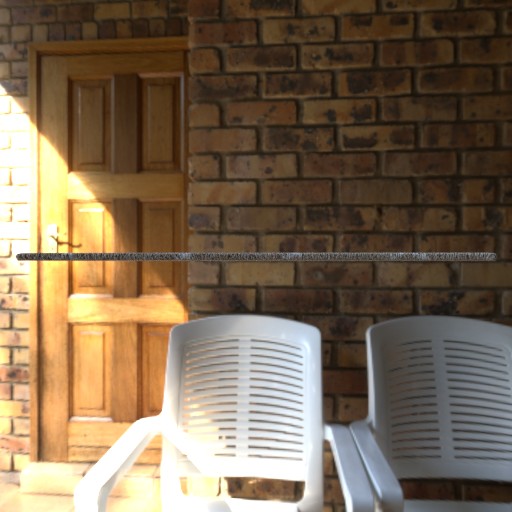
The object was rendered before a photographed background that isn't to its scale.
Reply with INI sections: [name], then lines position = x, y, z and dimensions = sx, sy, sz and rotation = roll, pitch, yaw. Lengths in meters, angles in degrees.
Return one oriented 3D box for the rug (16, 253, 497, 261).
[rug]
position = 0.000, 0.000, 2.234
dimensions = 1.778, 0.030, 1.219
rotation = 0, 0, -1
